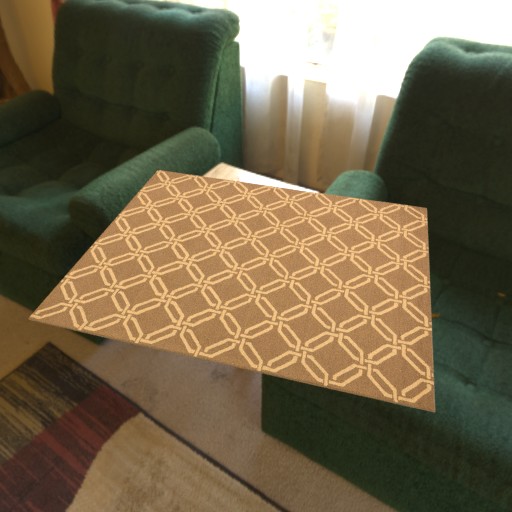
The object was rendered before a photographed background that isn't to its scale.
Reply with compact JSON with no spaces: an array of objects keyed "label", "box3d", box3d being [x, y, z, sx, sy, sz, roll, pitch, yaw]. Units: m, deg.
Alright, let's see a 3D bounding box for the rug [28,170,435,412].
[{"label":"rug","box3d":[0.000,0.000,3.845,2.895,0.018,2.288,10,41,11]}]
